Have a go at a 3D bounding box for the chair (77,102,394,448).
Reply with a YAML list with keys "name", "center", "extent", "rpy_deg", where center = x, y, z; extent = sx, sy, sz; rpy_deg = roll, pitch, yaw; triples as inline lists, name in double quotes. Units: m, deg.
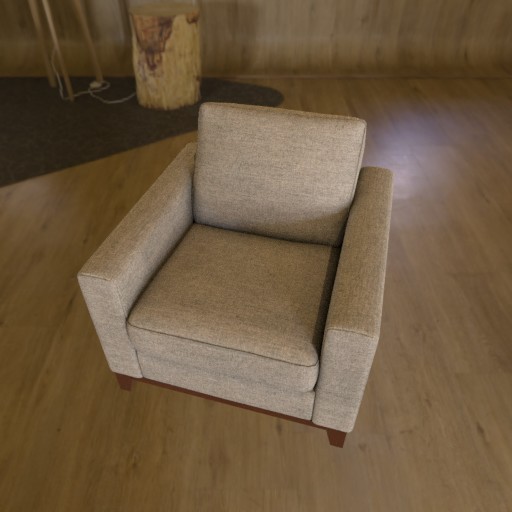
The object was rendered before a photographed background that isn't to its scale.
- name: "chair"
  center: [0.000, 0.000, 1.873]
  extent: [1.024, 1.010, 1.038]
  rpy_deg: [11, 42, 12]
